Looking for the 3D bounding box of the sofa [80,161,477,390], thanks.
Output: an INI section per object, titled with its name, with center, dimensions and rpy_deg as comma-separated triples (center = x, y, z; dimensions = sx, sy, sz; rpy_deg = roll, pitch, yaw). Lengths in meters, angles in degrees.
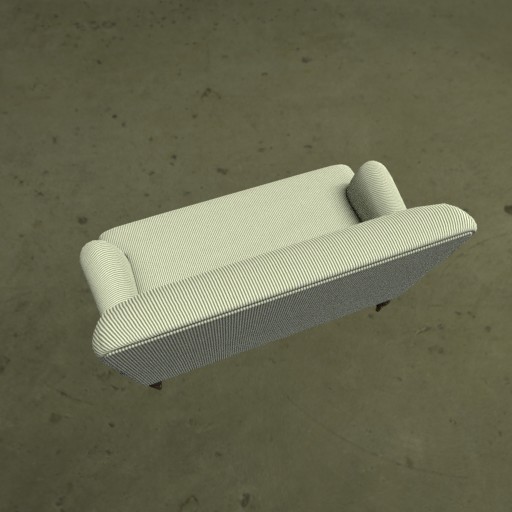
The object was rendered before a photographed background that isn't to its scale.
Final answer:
[sofa]
center = 0.000, 0.000, 1.791
dimensions = 1.297, 0.889, 0.779
rpy_deg = -17, 60, -10
